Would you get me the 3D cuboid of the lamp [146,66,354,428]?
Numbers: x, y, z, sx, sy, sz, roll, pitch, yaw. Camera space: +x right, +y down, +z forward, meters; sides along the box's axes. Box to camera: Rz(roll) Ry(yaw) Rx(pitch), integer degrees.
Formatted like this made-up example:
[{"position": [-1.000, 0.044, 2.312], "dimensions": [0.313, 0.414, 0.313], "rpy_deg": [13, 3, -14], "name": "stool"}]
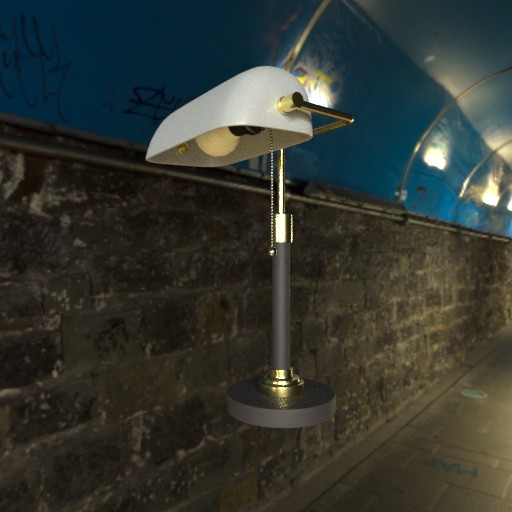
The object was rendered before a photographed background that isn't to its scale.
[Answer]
[{"position": [0.000, 0.000, 0.566], "dimensions": [0.227, 0.404, 0.269], "rpy_deg": [0, 0, -37], "name": "lamp"}]
